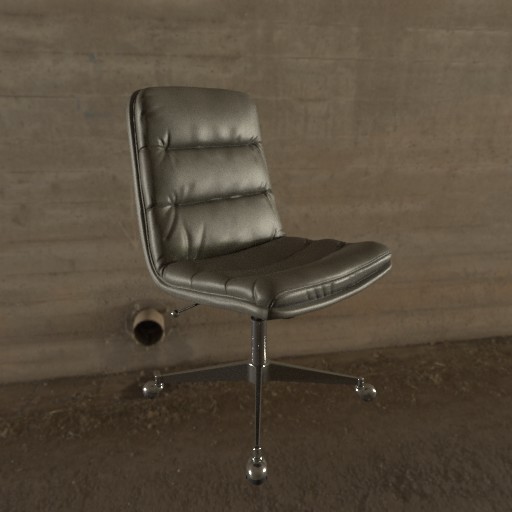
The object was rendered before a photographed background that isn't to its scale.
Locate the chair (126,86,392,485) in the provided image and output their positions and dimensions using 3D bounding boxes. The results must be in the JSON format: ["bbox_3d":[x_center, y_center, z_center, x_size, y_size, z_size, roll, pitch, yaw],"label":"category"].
[{"bbox_3d":[0.000,0.000,1.004,0.422,0.738,0.485,-16,23,-42],"label":"chair"}]
